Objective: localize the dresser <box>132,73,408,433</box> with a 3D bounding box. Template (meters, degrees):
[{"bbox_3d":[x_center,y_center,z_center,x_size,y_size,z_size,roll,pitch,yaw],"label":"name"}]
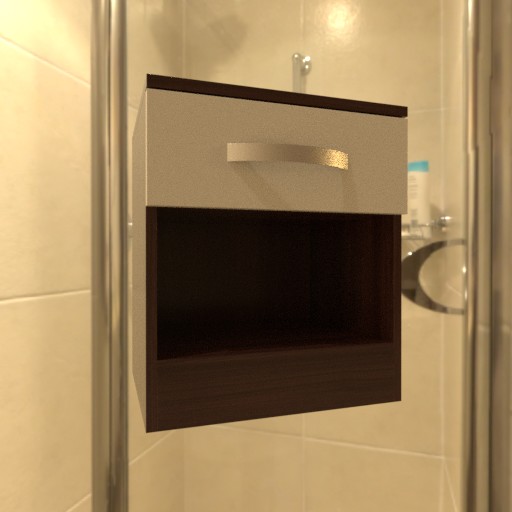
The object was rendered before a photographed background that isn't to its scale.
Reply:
[{"bbox_3d":[0.000,0.000,0.779,0.400,0.470,0.360,0,0,-19],"label":"dresser"}]
